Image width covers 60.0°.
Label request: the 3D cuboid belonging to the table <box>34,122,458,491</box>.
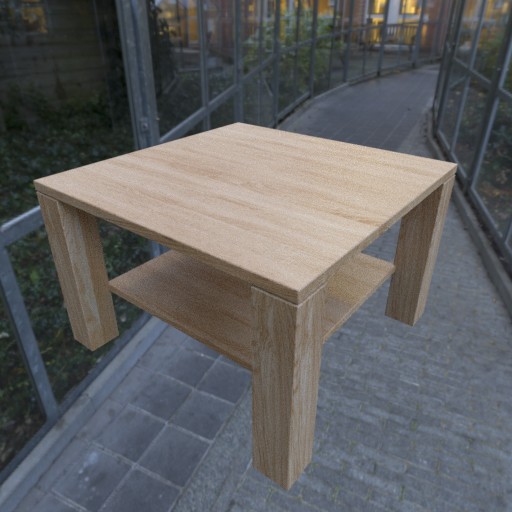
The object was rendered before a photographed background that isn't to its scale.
[{"bbox_3d":[0.000,0.000,1.138,0.700,0.450,0.700,21,36,33],"label":"table"}]
